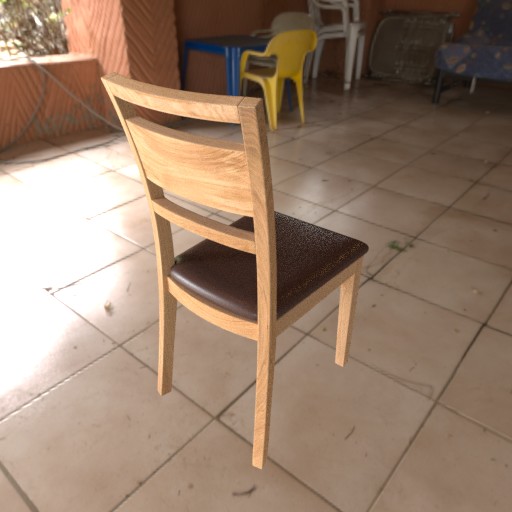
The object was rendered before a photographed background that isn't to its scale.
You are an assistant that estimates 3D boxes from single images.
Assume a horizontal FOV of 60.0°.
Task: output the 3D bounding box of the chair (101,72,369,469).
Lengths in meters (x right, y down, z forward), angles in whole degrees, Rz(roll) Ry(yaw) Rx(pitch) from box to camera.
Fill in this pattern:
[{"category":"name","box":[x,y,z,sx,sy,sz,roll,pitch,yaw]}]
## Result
[{"category":"chair","box":[0.000,0.000,1.189,0.420,0.940,0.545,23,38,33]}]
